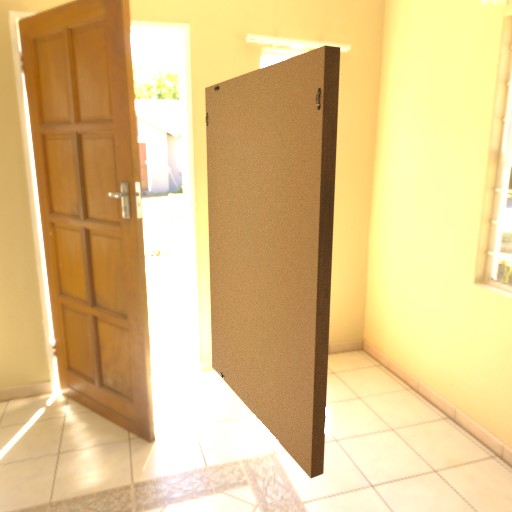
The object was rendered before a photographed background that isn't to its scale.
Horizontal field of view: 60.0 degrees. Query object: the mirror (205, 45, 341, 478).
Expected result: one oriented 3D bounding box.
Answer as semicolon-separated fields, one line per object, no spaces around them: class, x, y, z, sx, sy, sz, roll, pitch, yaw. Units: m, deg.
mirror;0.000;0.000;1.179;0.040;0.915;0.609;-7;15;-26
